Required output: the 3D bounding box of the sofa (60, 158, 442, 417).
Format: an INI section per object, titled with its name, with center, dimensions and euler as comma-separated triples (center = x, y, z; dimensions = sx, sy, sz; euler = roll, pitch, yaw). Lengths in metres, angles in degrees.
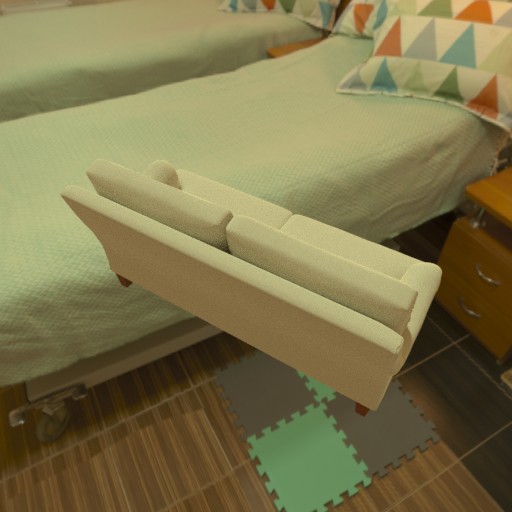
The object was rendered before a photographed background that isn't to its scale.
[sofa]
center = 0.000, 0.000, 2.868
dimensions = 2.159, 1.087, 1.086
euler = 24, 50, 22
